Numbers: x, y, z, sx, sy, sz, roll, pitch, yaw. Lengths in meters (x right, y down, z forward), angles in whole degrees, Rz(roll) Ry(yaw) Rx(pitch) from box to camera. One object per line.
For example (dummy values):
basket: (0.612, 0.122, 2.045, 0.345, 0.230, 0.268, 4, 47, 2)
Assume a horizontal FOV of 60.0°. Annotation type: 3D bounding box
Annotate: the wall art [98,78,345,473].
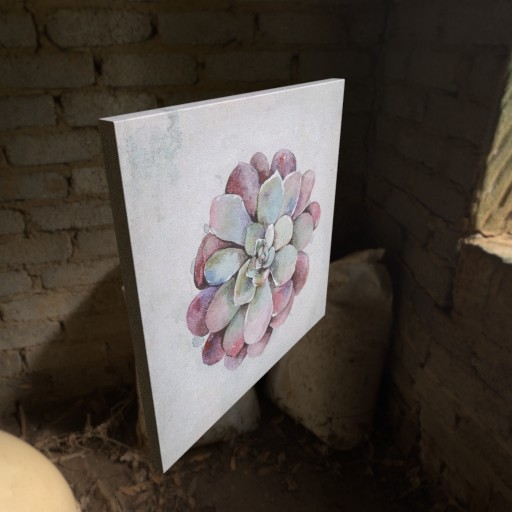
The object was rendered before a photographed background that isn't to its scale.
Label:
wall art: (0.000, 0.000, 1.098, 0.041, 0.762, 0.762, 18, 32, 31)
